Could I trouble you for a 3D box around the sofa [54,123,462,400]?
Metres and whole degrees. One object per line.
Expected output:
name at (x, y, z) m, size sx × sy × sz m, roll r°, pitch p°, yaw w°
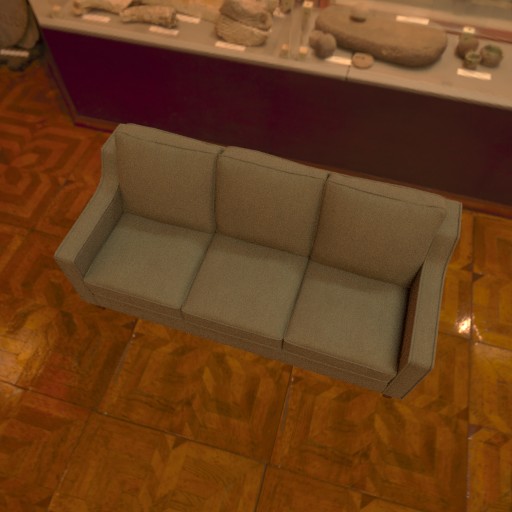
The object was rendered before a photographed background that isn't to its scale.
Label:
sofa at (0.000, 0.000, 2.539) m, size 1.986 × 0.974 × 0.911 m, roll 15°, pitch 59°, yaw 10°
